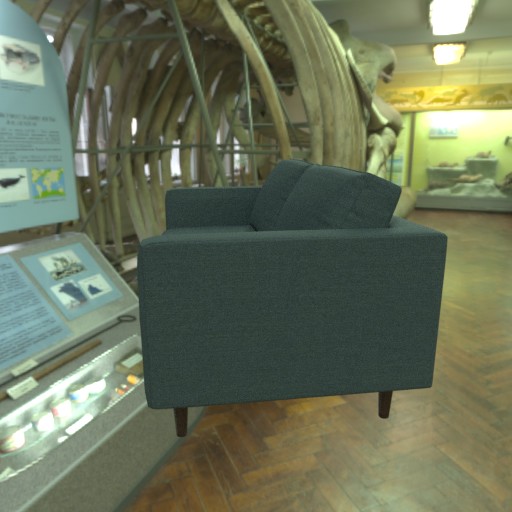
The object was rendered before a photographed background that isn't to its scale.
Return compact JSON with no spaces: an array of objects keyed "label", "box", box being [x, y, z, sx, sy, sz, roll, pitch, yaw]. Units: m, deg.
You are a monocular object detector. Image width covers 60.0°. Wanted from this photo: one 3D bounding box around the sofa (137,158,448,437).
[{"label":"sofa","box":[0.000,0.000,2.191,0.999,0.907,1.659,-2,14,-8]}]
